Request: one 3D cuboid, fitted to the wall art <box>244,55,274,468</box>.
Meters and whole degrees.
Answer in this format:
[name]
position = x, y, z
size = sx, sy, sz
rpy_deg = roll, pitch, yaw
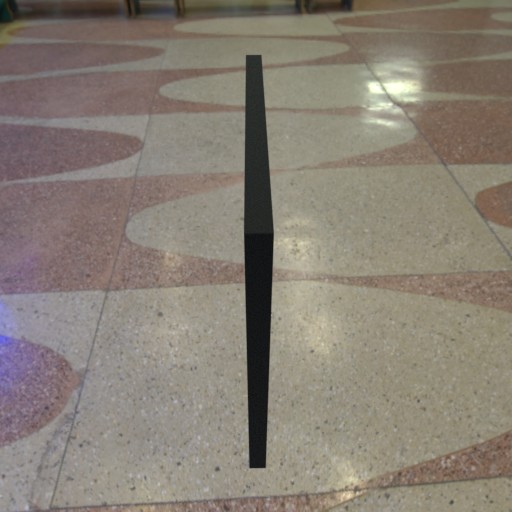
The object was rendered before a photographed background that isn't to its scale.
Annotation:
[wall art]
position = 0.000, 0.000, 1.148
size = 0.044, 0.758, 0.758
rpy_deg = -1, 42, -1
